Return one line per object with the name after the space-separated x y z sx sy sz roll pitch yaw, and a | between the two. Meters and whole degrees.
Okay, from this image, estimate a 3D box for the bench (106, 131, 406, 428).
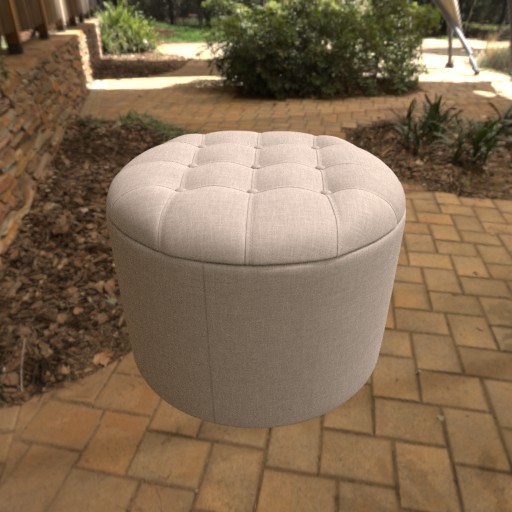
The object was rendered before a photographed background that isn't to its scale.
0.000 0.000 0.995 0.600 0.453 0.600 0 31 0 | bench
